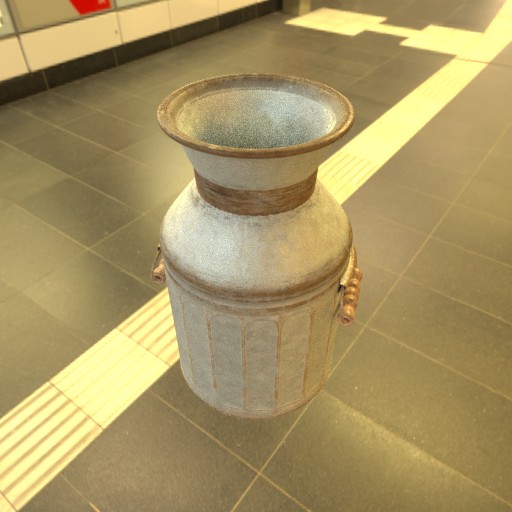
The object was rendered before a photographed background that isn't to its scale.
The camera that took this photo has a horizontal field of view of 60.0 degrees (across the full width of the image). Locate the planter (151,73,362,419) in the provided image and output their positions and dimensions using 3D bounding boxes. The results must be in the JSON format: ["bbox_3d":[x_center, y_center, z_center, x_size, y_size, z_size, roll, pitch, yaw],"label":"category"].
[{"bbox_3d":[0.000,0.000,0.516,0.248,0.358,0.215,11,42,13],"label":"planter"}]
